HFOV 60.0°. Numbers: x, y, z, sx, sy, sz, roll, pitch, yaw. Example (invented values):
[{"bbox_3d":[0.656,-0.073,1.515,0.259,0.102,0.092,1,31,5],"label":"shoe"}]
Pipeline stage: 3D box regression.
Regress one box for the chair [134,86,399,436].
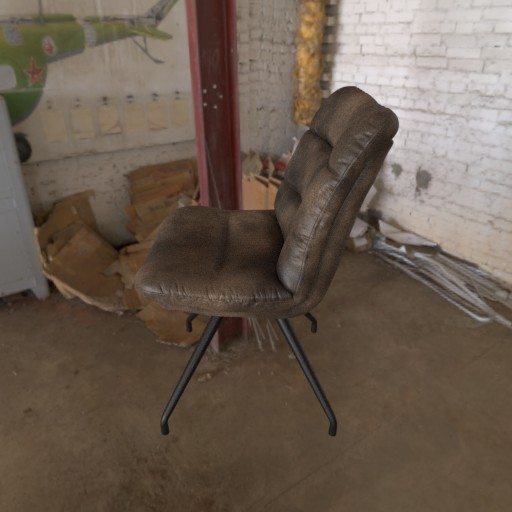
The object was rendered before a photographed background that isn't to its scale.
[{"bbox_3d":[0.000,0.000,1.261,0.622,0.870,0.549,0,27,0],"label":"chair"}]
